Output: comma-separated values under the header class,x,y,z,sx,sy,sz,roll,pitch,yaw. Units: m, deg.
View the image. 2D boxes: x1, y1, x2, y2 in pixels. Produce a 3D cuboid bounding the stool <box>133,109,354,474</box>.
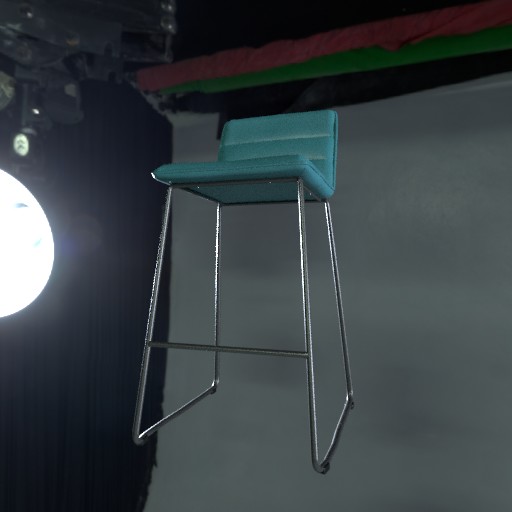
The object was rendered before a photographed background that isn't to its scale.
class,x,y,z,sx,sy,sz,roll,pitch,yaw
stool,0.000,0.000,1.241,0.489,0.936,0.524,0,0,19
